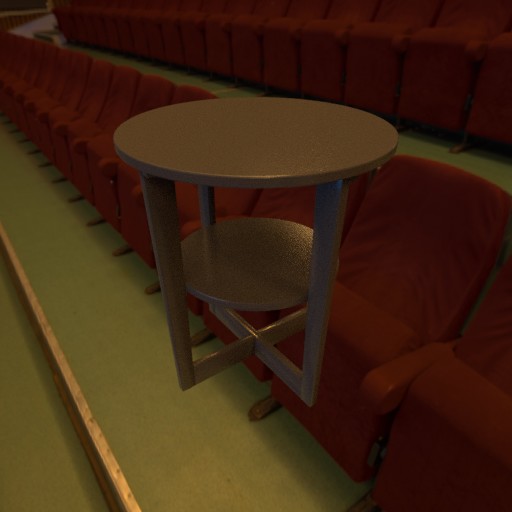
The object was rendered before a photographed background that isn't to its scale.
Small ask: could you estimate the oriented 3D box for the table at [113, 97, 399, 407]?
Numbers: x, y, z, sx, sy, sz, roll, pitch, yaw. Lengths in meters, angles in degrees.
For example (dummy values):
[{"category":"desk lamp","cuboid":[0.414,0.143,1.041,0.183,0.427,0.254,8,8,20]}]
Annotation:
[{"category":"table","cuboid":[0.000,0.000,0.946,0.500,0.550,0.500,0,31,0]}]
